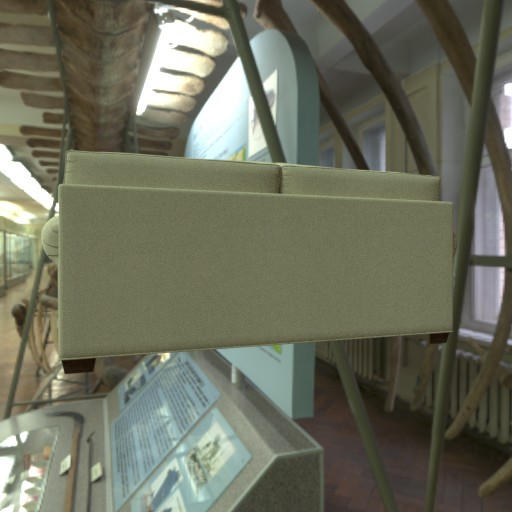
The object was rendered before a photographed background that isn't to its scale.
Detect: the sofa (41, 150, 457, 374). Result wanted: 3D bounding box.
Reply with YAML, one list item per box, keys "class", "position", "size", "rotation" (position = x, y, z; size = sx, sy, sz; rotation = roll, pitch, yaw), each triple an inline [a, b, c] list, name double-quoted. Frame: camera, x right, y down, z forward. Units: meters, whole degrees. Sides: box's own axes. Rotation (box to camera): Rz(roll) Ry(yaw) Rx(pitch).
- class: "sofa"
  position: [0.000, 0.000, 2.524]
  size: [2.146, 0.962, 0.901]
  rotation: [0, 0, -19]
